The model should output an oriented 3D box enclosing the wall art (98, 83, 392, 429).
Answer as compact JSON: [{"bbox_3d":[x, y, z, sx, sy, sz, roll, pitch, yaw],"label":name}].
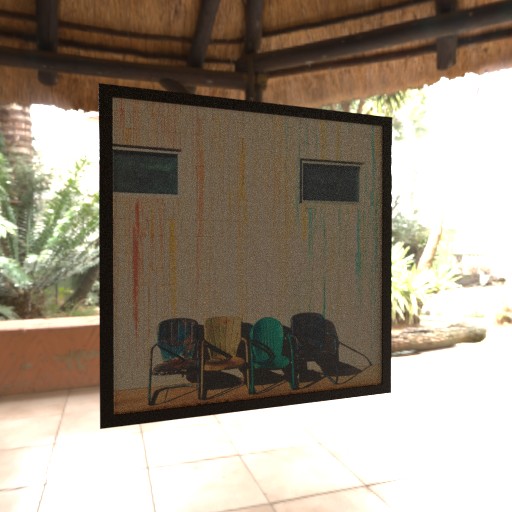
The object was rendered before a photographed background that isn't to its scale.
[{"bbox_3d":[0.000,0.000,0.456,0.304,0.304,0.038,0,1,-19],"label":"wall art"}]
